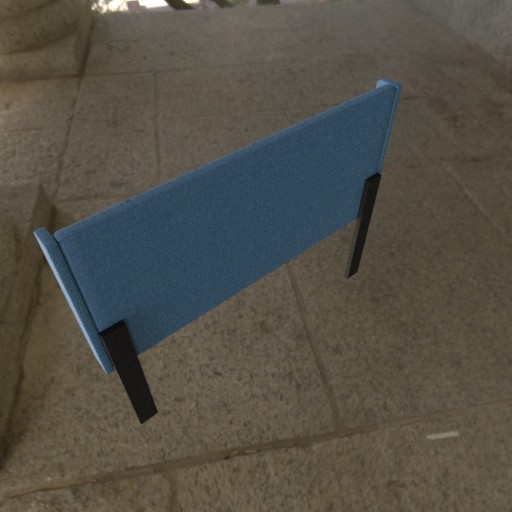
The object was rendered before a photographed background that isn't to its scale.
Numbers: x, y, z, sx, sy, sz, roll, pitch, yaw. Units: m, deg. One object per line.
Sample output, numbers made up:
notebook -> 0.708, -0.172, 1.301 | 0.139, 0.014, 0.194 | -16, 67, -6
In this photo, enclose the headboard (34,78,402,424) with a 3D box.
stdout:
headboard -> 0.000, 0.000, 2.626 | 2.051, 1.524, 0.184 | -31, 54, -26
